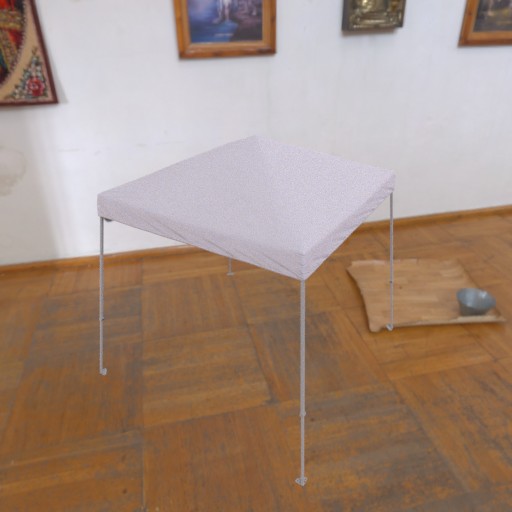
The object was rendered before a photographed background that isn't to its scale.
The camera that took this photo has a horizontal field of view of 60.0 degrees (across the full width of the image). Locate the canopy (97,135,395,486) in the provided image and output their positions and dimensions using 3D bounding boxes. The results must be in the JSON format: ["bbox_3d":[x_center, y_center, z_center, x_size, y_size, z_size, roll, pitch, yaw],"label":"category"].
[{"bbox_3d":[0.000,0.000,5.259,2.850,2.850,2.849,17,33,28],"label":"canopy"}]
